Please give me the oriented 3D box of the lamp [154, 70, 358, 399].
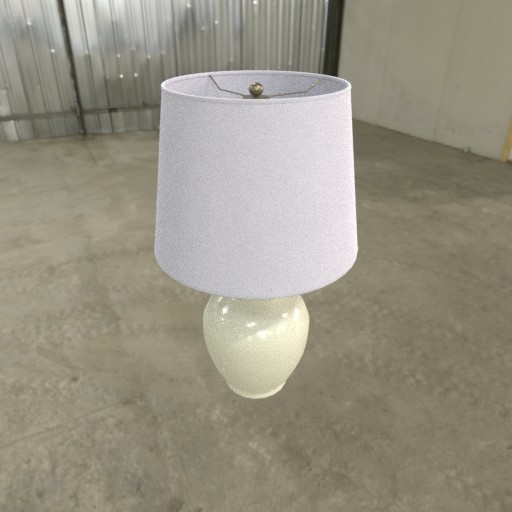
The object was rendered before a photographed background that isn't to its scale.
[{"bbox_3d":[0.000,0.000,0.542,0.239,0.399,0.239,0,29,0],"label":"lamp"}]
